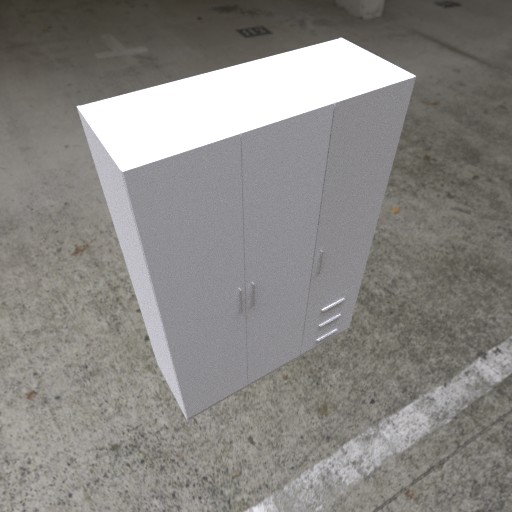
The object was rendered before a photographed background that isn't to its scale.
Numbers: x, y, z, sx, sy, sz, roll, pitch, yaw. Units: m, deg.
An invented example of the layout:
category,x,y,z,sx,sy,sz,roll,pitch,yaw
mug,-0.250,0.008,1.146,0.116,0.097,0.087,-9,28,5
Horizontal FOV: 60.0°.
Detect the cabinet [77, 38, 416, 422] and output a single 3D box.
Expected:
category,x,y,z,sx,sy,sz,roll,pitch,yaw
cabinet,0.000,0.000,2.463,1.290,1.910,0.510,-24,51,-21
